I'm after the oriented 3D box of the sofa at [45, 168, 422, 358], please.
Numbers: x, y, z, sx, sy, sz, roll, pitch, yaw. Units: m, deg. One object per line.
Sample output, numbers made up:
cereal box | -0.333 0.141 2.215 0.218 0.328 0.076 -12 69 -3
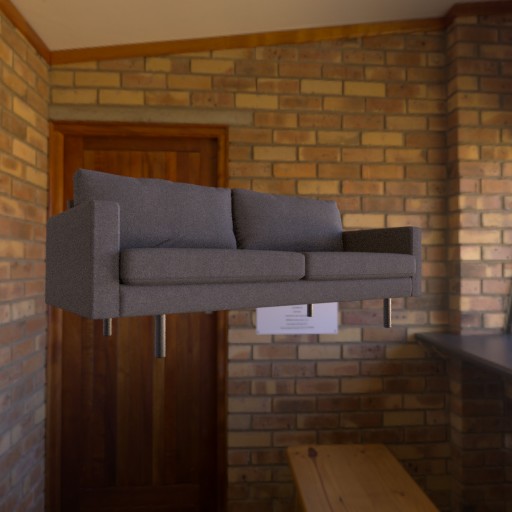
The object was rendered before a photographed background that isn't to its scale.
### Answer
sofa | 0.000 0.000 2.589 2.100 0.880 0.880 1 -1 -36
